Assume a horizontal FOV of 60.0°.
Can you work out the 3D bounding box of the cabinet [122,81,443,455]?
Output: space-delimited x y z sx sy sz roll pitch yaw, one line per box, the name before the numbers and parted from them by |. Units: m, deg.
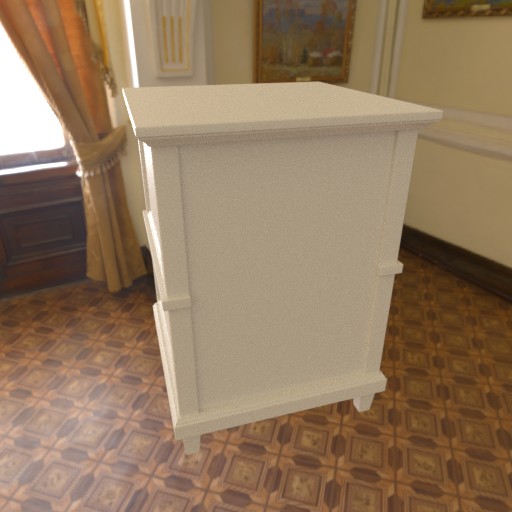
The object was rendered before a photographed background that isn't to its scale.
cabinet | 0.000 0.000 1.140 0.544 0.775 0.547 -8 28 -15
